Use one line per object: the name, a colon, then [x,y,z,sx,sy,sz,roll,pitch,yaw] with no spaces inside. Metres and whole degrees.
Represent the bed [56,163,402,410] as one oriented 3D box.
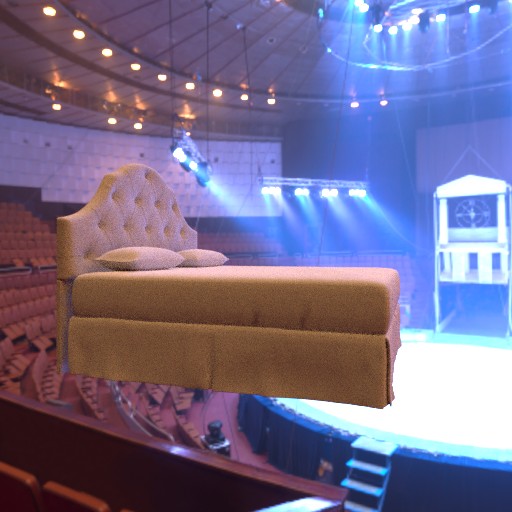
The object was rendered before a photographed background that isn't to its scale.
bed: [0.000,0.000,3.585,2.214,1.615,2.008,0,0,20]
